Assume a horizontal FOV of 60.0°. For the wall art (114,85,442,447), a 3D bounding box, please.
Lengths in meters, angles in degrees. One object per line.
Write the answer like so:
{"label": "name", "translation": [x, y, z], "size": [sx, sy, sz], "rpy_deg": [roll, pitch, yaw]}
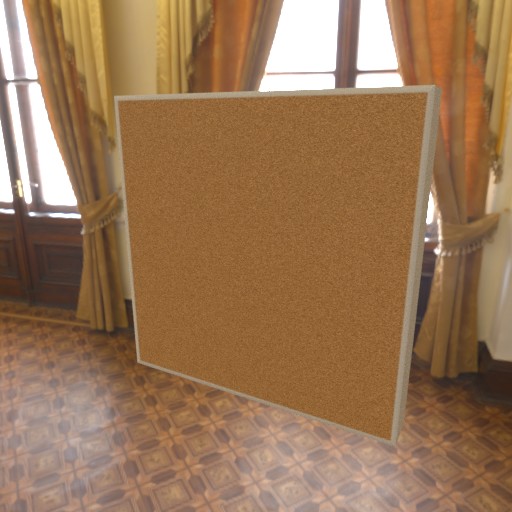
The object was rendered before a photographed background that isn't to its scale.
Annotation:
{"label": "wall art", "translation": [0.000, 0.000, 0.439], "size": [0.305, 0.304, 0.038], "rpy_deg": [9, 19, 27]}
